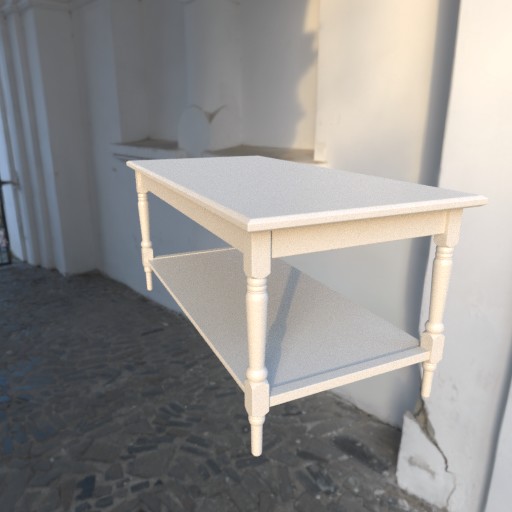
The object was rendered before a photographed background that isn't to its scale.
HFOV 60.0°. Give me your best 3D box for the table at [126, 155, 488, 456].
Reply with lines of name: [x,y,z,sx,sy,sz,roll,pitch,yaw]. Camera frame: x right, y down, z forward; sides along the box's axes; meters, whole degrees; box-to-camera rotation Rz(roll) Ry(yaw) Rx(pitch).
table: [0.000,0.000,1.366,0.551,0.506,1.109,-8,19,-24]
